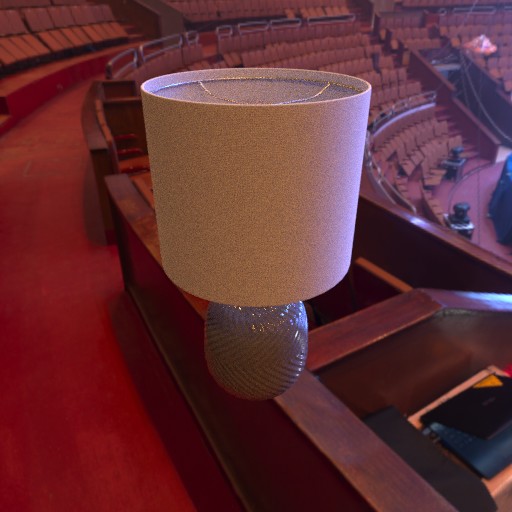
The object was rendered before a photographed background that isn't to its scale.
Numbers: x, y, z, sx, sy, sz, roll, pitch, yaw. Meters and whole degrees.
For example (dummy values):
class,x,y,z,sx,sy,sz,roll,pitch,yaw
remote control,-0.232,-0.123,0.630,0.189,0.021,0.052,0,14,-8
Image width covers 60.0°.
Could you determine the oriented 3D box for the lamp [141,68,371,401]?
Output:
class,x,y,z,sx,sy,sz,roll,pitch,yaw
lamp,0.000,0.000,0.497,0.207,0.366,0.207,-22,36,-33
